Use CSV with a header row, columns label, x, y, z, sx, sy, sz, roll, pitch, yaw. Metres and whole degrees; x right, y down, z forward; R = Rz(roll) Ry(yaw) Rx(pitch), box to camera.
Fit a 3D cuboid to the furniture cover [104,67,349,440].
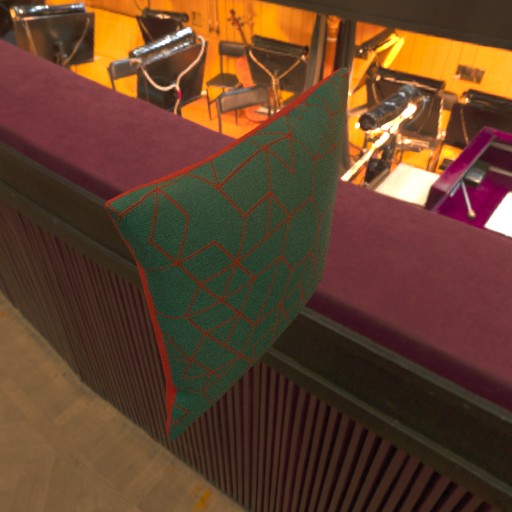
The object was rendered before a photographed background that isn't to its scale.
label,x,y,z,sx,sy,sz,roll,pitch,yaw
furniture cover,0.000,0.000,0.774,0.158,0.508,0.517,26,48,26
